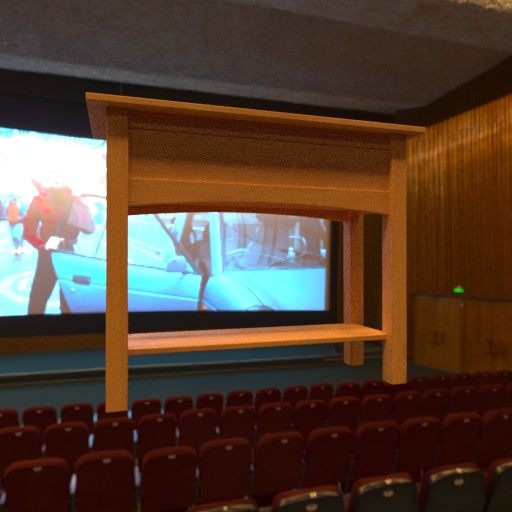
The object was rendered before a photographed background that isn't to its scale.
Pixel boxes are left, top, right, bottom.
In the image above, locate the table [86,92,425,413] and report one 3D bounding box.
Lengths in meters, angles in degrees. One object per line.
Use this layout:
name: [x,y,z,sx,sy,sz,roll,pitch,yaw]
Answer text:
table: [0.000,0.000,1.280,0.900,0.728,0.340,0,0,-17]
